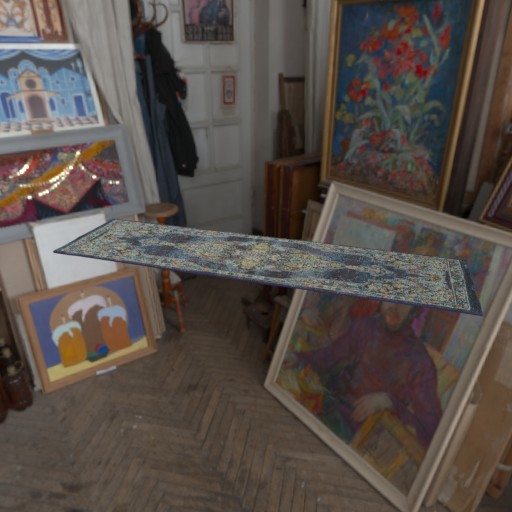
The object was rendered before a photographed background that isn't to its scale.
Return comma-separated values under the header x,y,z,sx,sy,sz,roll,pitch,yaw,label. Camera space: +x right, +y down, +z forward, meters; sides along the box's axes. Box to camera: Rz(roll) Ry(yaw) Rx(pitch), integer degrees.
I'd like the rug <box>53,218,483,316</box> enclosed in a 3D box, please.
x,y,z,sx,sy,sz,roll,pitch,yaw,label
0.000,0.000,2.516,2.283,0.016,0.602,7,25,16,rug
